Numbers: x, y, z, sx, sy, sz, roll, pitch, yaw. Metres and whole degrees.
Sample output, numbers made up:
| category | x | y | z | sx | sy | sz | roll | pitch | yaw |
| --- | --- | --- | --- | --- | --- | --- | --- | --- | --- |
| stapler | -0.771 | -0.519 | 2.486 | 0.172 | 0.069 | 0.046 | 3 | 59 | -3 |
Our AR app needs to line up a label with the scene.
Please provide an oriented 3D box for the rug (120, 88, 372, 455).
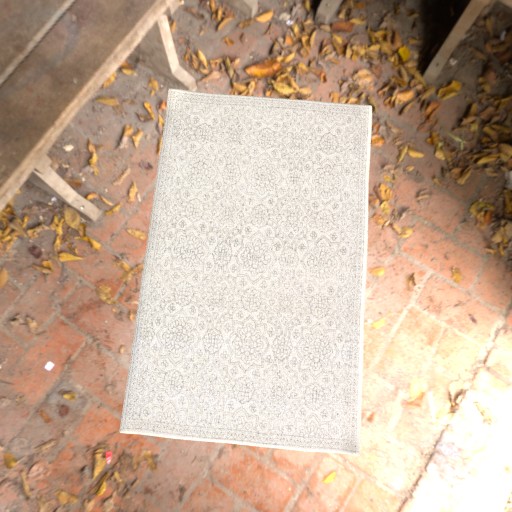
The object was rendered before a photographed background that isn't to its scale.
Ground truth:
| category | x | y | z | sx | sy | sz | roll | pitch | yaw |
| --- | --- | --- | --- | --- | --- | --- | --- | --- | --- |
| rug | 0.000 | 0.000 | 2.428 | 1.214 | 0.023 | 1.947 | 5 | 78 | 1 |
